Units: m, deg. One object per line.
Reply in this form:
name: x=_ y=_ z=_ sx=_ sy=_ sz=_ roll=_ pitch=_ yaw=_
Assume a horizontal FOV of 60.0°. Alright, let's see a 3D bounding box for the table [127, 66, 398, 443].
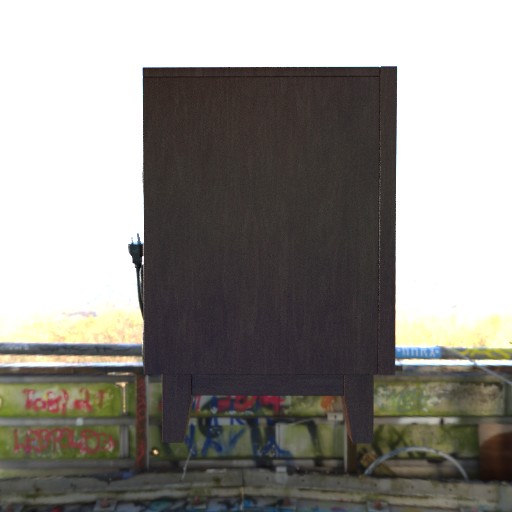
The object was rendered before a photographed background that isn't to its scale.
table: x=0.000 y=0.000 z=0.981 sx=0.449 sy=0.609 sz=0.557 roll=0 pitch=1 yaw=0
